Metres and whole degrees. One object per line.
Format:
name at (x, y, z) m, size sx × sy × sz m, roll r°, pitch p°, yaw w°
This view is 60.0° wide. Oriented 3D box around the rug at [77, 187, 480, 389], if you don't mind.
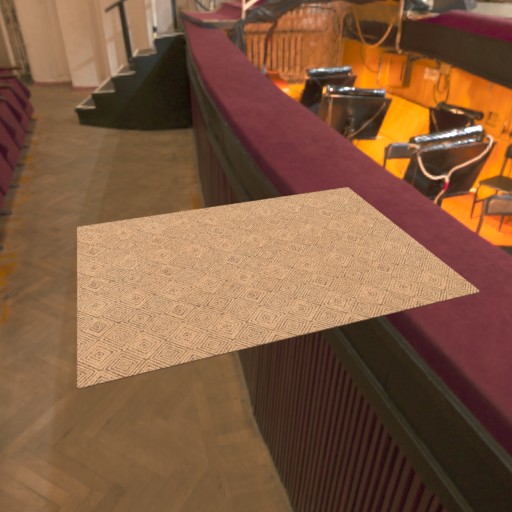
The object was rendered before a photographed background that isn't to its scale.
rug at (0.000, 0.000, 2.931) m, size 2.238 × 0.008 × 1.593 m, roll -10°, pitch 34°, yaw -16°
